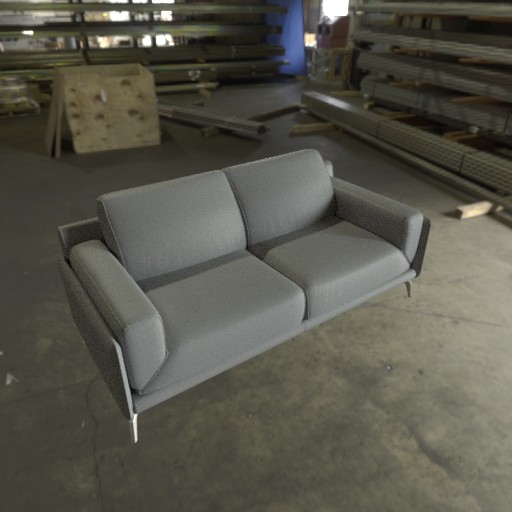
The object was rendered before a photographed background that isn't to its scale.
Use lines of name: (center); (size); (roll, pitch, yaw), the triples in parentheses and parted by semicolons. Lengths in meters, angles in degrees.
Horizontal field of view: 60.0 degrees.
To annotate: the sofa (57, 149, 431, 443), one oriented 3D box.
sofa: (0.000, 0.000, 2.681); (2.100, 0.900, 0.969); (-20, 35, -30)
